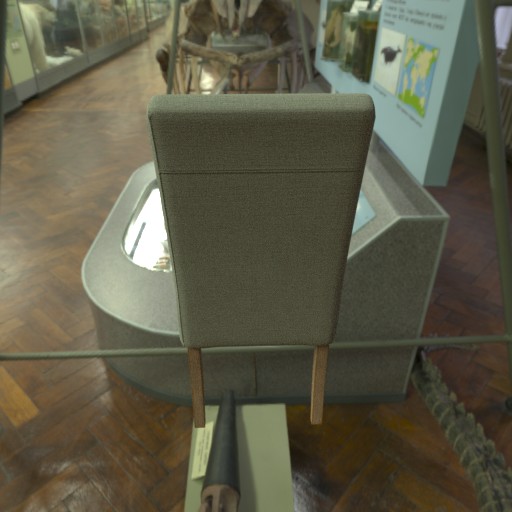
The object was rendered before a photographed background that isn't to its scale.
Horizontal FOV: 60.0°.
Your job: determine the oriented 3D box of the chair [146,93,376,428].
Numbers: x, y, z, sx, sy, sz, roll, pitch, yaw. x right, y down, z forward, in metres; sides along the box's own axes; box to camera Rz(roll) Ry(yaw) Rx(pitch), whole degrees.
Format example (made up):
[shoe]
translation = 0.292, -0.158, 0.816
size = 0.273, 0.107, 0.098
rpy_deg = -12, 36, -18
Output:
[chair]
translation = 0.000, 0.000, 1.334
size = 0.450, 1.033, 0.611
rpy_deg = -1, 31, -2
